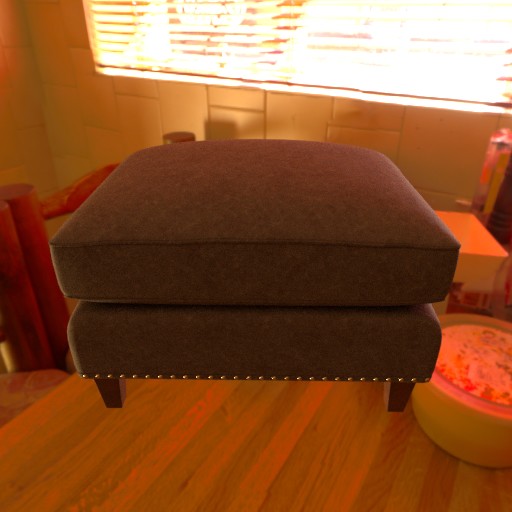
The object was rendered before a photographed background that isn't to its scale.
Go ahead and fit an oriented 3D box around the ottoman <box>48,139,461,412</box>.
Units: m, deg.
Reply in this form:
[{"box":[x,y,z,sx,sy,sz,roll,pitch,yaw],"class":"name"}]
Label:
[{"box":[0.000,0.000,1.102,0.741,0.513,0.584,0,29,1],"class":"ottoman"}]
